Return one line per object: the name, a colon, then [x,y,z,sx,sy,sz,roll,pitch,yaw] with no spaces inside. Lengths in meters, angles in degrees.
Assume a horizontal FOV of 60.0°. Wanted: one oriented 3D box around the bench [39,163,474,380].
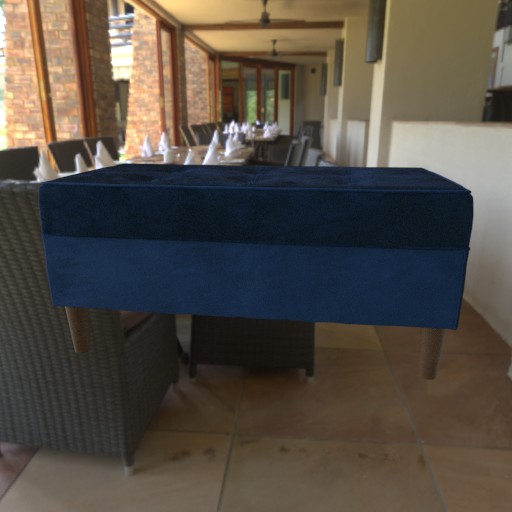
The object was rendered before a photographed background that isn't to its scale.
bench: [0.000,0.000,1.271,1.010,0.467,0.489,2,17,7]
